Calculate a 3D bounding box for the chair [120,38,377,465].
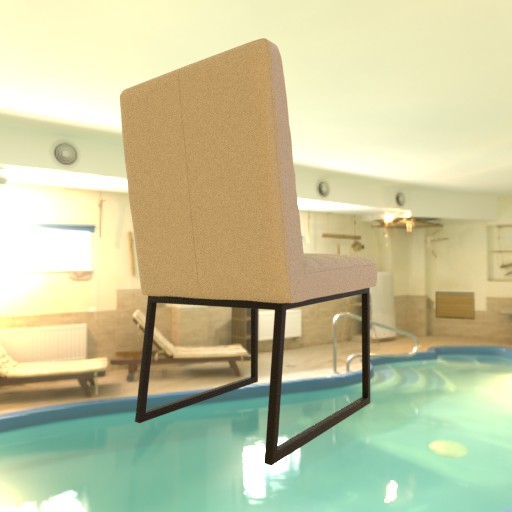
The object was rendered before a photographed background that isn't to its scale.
[{"bbox_3d":[0.000,0.000,1.317,0.520,0.930,0.634,-1,-2,36],"label":"chair"}]
